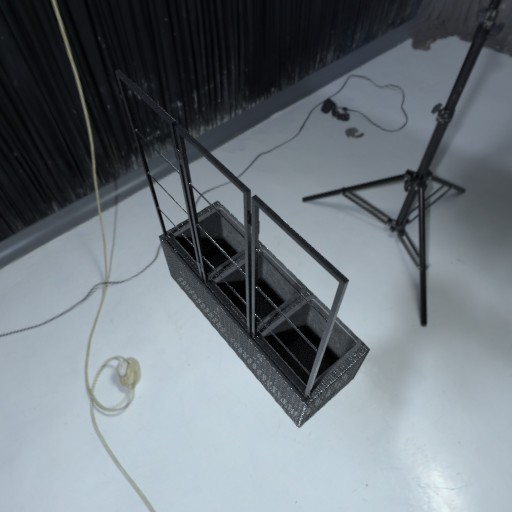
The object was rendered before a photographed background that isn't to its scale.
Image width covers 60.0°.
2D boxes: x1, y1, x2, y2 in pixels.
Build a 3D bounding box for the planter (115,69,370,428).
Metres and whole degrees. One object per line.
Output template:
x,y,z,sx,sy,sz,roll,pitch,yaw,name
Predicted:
0.000,0.000,1.174,0.244,0.841,0.698,-35,63,-21,planter
